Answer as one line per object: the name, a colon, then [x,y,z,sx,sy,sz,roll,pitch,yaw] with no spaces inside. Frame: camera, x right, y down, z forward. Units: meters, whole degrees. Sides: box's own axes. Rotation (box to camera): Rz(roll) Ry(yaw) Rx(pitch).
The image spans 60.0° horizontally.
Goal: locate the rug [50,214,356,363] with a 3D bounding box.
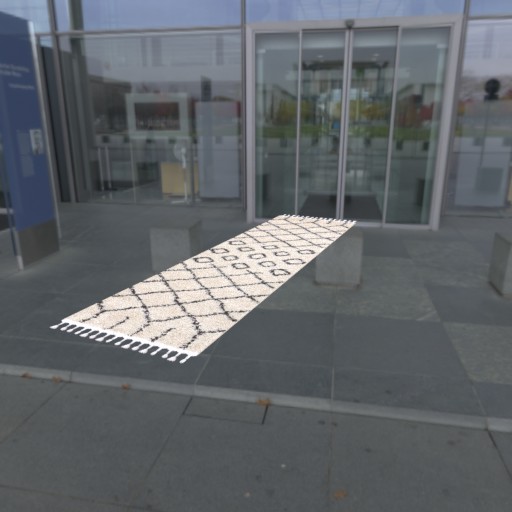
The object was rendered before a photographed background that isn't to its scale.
rug: [0.000,0.000,2.698,0.660,0.005,2.464,8,19,24]
